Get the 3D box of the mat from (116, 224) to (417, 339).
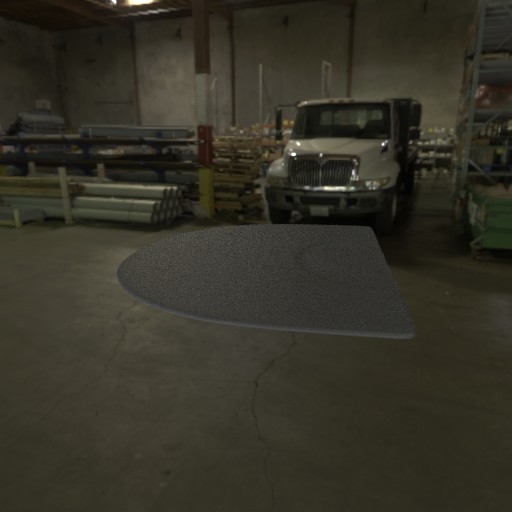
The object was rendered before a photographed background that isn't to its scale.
[{"bbox_3d":[0.000,0.000,1.602,0.917,0.016,1.220,2,15,9],"label":"mat"}]
